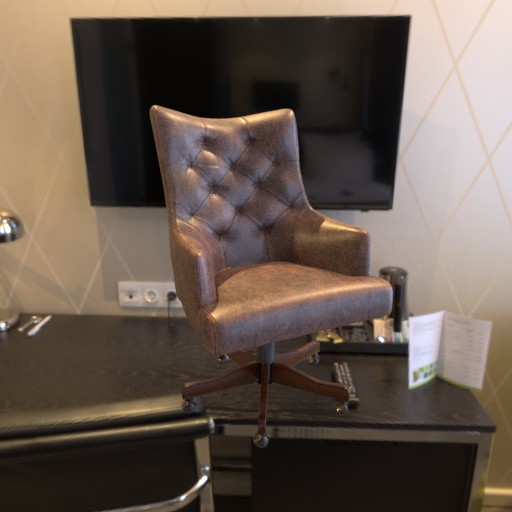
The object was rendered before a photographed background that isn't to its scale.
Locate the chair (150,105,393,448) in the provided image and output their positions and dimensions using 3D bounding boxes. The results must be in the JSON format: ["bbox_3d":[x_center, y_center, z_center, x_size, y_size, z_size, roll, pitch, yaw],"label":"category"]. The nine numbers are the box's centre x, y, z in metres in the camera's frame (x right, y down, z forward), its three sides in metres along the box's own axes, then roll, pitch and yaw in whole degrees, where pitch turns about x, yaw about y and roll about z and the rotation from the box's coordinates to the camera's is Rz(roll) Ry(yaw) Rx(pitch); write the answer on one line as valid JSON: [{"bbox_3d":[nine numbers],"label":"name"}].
[{"bbox_3d":[0.000,0.000,1.589,0.641,1.035,0.762,-8,18,-26],"label":"chair"}]
